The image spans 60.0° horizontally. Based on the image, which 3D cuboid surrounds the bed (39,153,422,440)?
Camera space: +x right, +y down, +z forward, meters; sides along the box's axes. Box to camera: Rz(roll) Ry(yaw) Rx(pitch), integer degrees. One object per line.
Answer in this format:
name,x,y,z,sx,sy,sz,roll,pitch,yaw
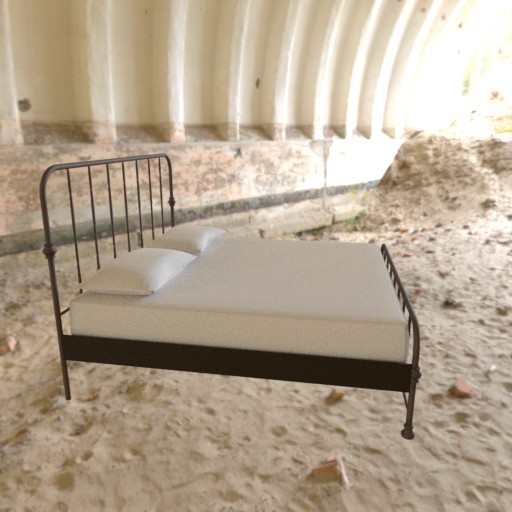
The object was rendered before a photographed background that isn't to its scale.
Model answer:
bed,0.000,0.000,3.371,2.134,1.446,2.044,3,15,10
